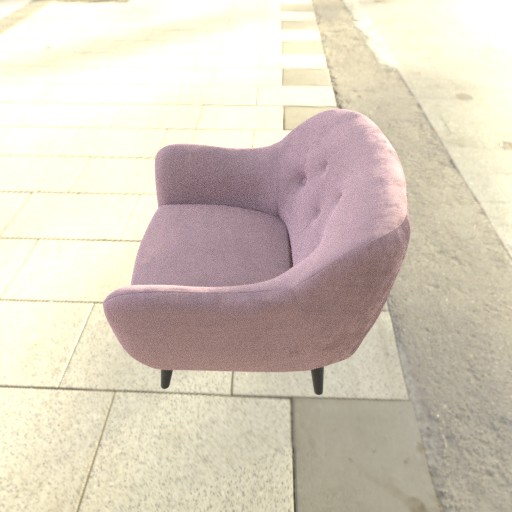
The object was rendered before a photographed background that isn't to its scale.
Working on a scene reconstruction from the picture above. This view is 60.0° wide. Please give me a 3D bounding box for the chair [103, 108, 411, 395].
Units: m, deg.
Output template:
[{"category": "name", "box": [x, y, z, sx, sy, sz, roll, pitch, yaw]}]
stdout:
[{"category": "chair", "box": [0.000, 0.000, 1.535, 0.820, 0.820, 0.840, 0, 42, 0]}]
